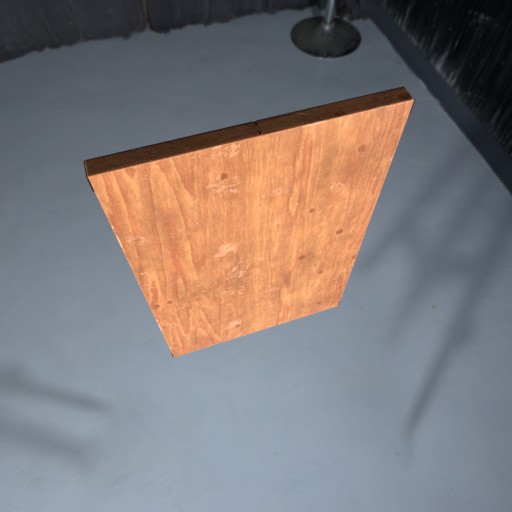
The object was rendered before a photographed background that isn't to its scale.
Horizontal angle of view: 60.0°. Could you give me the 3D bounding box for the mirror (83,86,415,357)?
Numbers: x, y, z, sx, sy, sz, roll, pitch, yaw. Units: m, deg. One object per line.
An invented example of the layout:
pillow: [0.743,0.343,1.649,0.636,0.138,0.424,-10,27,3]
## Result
mirror: [0.000,0.000,0.995,0.517,0.761,0.053,-16,60,-10]
